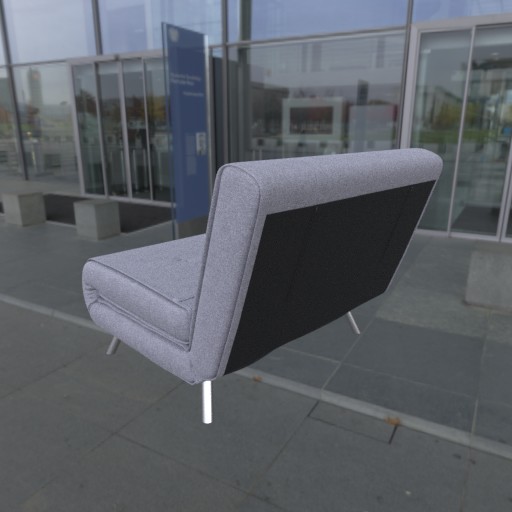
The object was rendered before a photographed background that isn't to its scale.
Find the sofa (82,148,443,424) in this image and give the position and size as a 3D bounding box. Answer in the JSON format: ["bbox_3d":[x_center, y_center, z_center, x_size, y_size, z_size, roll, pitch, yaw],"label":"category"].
[{"bbox_3d":[0.000,0.000,1.753,1.000,0.825,1.020,16,23,42],"label":"sofa"}]
